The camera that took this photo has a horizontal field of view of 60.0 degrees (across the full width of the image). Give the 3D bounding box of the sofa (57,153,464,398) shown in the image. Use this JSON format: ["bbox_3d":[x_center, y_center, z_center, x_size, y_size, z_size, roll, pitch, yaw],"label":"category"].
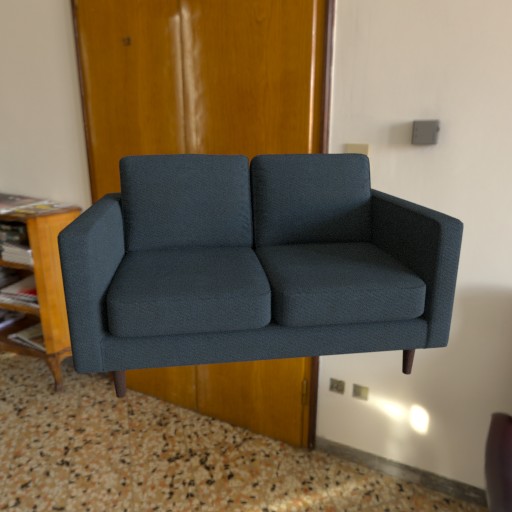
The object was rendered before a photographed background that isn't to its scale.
[{"bbox_3d":[0.000,0.000,2.120,1.518,0.930,0.999,-2,17,-8],"label":"sofa"}]
